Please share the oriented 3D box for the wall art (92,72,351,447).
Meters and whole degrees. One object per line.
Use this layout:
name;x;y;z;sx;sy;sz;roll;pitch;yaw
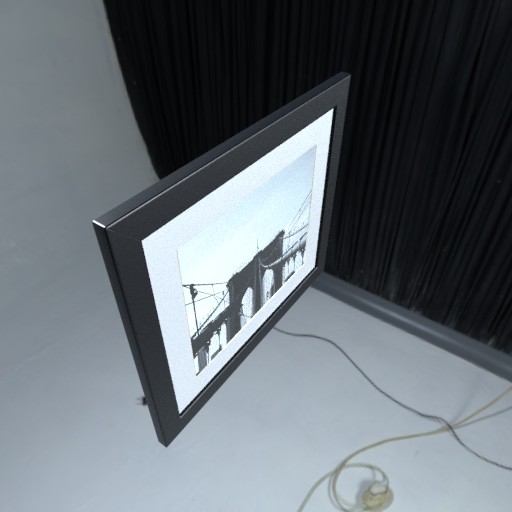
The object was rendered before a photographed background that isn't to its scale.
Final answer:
wall art;0.000;0.000;0.734;0.018;0.450;0.521;25;47;26
